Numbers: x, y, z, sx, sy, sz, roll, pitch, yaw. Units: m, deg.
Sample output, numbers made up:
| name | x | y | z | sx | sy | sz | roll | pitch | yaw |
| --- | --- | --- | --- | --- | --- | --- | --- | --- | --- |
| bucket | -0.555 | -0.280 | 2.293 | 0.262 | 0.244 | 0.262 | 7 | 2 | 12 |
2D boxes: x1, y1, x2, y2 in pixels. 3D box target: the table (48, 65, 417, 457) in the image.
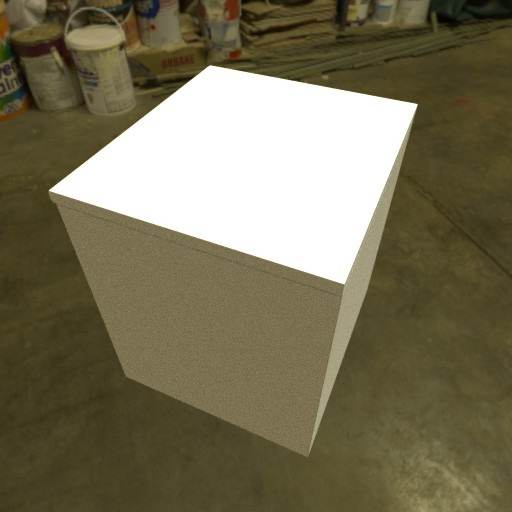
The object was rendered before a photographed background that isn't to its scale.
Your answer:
| name | x | y | z | sx | sy | sz | roll | pitch | yaw |
| --- | --- | --- | --- | --- | --- | --- | --- | --- | --- |
| table | 0.000 | 0.000 | 0.793 | 0.380 | 0.460 | 0.420 | 18 | 48 | 17 |
